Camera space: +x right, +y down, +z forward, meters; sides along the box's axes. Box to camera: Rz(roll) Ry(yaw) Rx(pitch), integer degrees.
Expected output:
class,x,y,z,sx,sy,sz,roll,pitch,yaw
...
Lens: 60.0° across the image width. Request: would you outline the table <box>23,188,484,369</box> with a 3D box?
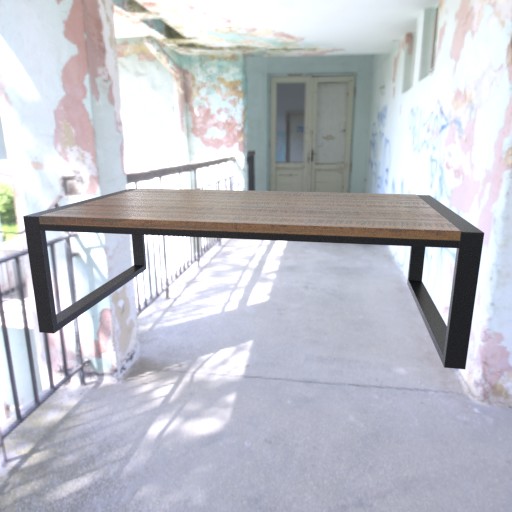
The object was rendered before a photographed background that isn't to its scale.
class,x,y,z,sx,sy,sz,roll,pitch,yaw
table,0.000,0.000,1.682,1.350,0.400,0.750,3,16,10
